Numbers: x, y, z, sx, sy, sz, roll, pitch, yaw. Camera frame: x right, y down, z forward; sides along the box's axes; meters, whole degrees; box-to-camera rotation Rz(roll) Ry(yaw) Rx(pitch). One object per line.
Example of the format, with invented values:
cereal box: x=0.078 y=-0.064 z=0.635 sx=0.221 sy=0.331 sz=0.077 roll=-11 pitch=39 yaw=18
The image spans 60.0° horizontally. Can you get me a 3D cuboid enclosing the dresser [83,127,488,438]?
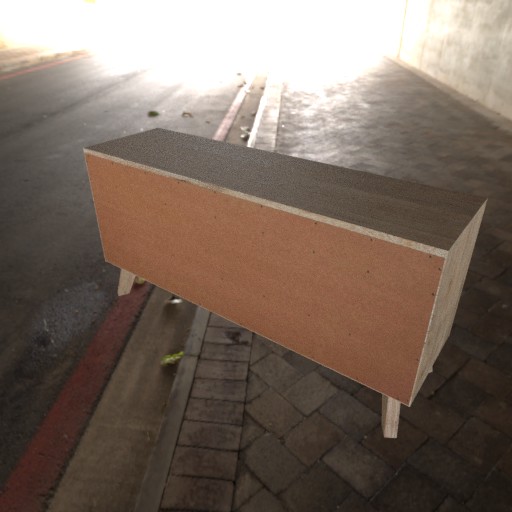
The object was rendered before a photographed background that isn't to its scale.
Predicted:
dresser: x=0.000 y=0.000 z=1.941 sx=1.602 sy=0.788 sz=0.455 roll=20 pitch=36 yaw=31
